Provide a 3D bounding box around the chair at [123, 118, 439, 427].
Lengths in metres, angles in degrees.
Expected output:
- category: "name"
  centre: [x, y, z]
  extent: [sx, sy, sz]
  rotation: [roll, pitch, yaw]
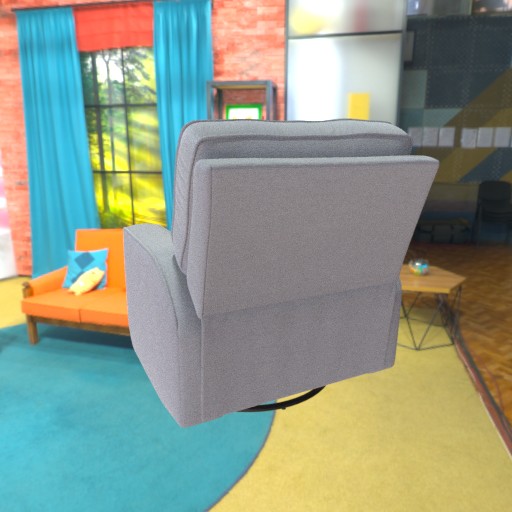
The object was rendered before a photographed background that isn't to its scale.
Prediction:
- category: "chair"
  centre: [0.000, 0.000, 1.654]
  extent: [0.861, 0.964, 0.969]
  rotation: [-7, 16, -26]
